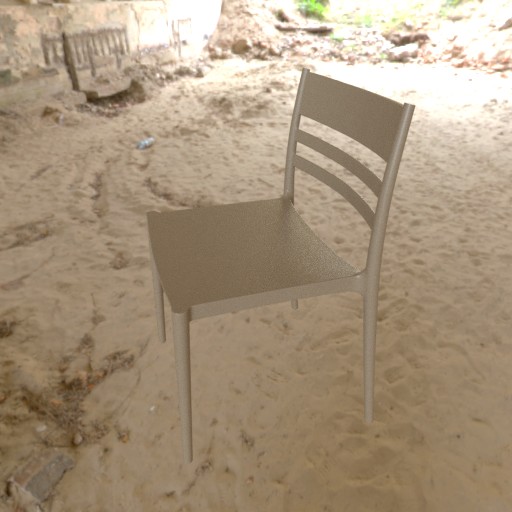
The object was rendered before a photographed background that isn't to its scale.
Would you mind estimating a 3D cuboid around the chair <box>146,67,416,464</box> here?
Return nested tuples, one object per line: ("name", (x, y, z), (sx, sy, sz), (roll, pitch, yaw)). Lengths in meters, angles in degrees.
("chair", (0.000, 0.000, 1.107), (0.511, 0.800, 0.531), (-9, 32, -15))
